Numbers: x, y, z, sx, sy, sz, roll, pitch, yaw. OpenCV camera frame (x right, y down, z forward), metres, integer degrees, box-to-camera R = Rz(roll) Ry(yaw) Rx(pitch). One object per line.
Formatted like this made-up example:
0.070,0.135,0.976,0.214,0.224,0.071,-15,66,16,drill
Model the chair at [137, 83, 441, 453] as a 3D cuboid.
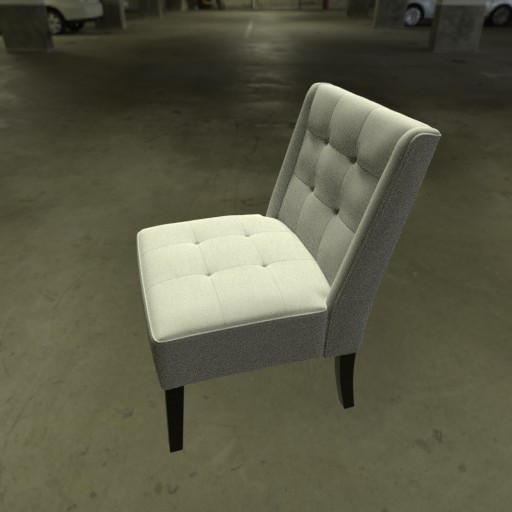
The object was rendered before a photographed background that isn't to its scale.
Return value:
0.000,0.000,1.301,0.676,0.853,0.569,-9,33,-14,chair
